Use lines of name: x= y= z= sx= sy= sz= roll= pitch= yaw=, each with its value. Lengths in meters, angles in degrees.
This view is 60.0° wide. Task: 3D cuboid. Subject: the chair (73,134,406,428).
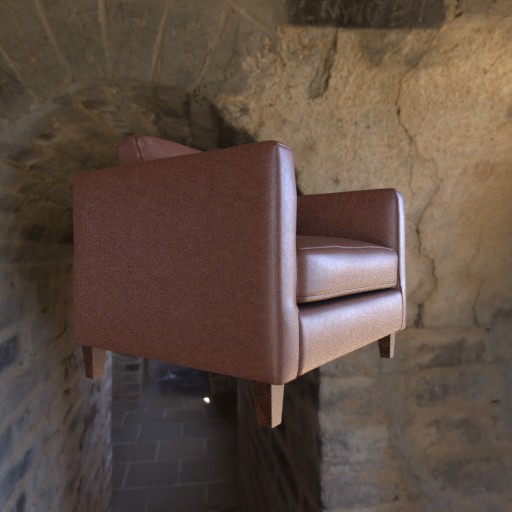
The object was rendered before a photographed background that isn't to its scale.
chair: x=0.000 y=0.000 z=1.821 sx=0.959 sy=0.917 sz=1.107 roll=0 pitch=1 yaw=35
